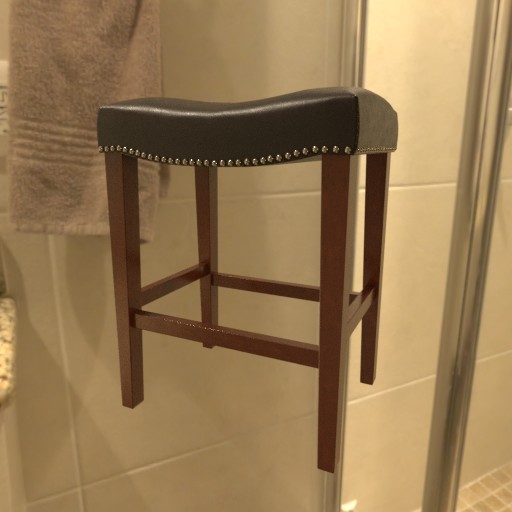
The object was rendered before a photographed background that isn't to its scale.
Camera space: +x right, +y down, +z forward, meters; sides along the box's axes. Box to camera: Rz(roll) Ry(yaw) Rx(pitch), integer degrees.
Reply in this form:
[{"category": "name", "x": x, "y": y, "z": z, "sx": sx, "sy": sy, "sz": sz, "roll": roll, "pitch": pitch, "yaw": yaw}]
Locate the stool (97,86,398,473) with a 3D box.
[{"category": "stool", "x": 0.000, "y": 0.000, "z": 0.954, "sx": 0.504, "sy": 0.654, "sz": 0.372, "roll": 7, "pitch": 16, "yaw": 25}]
